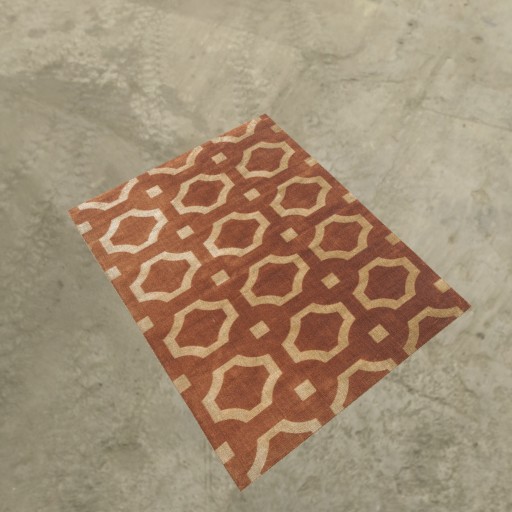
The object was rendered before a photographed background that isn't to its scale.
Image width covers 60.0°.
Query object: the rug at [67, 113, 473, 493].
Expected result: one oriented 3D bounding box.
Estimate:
[{"bbox_3d":[0.000,0.000,4.135,2.466,0.021,3.049,-31,63,-18],"label":"rug"}]
